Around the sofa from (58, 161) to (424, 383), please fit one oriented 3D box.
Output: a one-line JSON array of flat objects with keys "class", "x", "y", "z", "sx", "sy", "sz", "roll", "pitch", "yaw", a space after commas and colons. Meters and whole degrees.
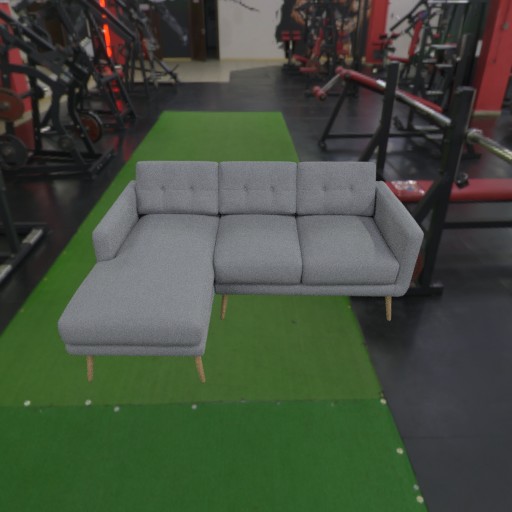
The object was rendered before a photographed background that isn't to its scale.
[{"class": "sofa", "x": 0.000, "y": 0.000, "z": 2.902, "sx": 2.040, "sy": 0.860, "sz": 1.530, "roll": 0, "pitch": 30, "yaw": 1}]
